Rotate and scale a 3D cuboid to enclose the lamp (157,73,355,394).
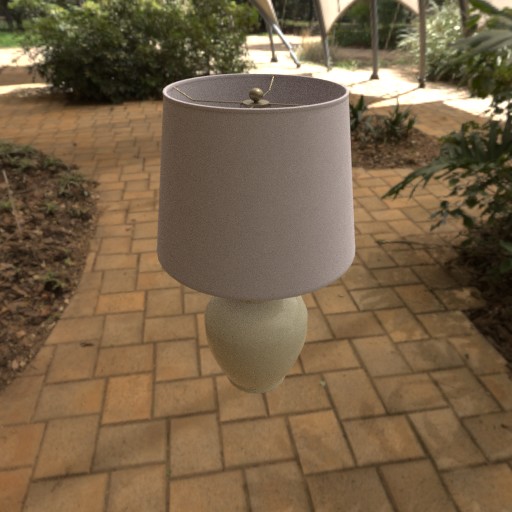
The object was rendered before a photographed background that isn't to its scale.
[{"bbox_3d":[0.000,0.000,0.555,0.239,0.399,0.239,0,31,0],"label":"lamp"}]
